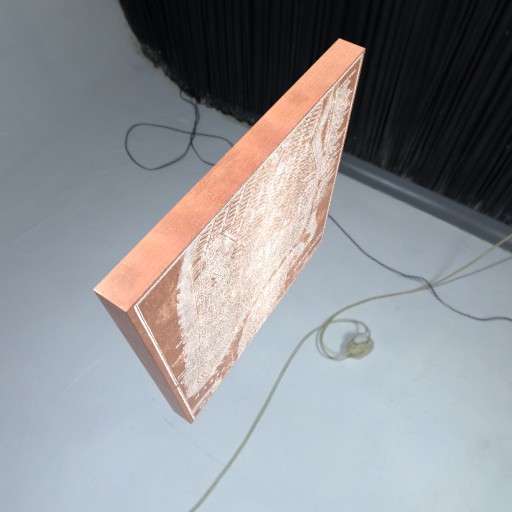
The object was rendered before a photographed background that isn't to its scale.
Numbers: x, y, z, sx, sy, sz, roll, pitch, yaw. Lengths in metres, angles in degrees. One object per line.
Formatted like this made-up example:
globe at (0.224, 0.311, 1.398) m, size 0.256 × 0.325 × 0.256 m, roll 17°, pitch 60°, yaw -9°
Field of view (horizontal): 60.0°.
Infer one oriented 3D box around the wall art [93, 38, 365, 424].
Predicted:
wall art at (0.000, 0.000, 0.599) m, size 0.035 × 0.403 × 0.403 m, roll 30°, pitch 62°, yaw 17°
